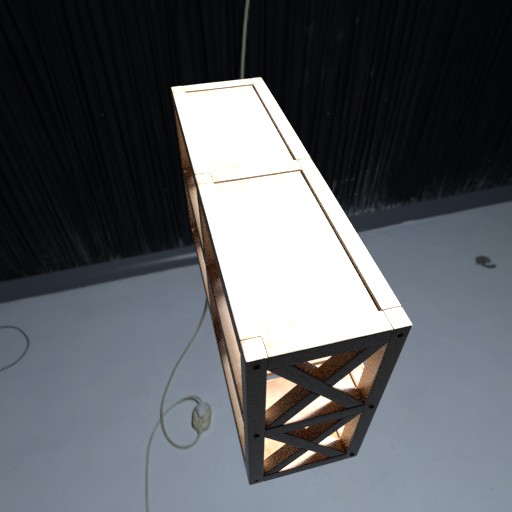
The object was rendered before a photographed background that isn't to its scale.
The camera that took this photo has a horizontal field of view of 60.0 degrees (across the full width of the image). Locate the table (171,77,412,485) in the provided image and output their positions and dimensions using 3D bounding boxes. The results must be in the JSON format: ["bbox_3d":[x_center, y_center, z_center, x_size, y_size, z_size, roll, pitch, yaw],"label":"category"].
[{"bbox_3d":[0.000,0.000,1.657,0.381,0.762,1.320,-10,46,-10],"label":"table"}]
